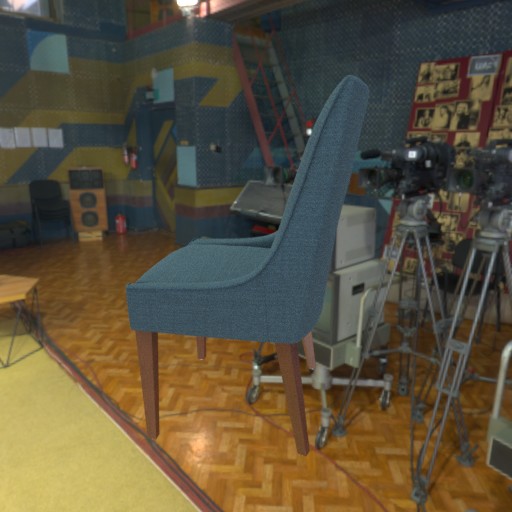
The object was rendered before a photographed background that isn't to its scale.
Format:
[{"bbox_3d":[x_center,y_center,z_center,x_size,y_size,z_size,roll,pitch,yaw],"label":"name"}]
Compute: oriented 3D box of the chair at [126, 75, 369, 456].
[{"bbox_3d":[0.000,0.000,1.196,0.544,0.861,0.529,2,14,9],"label":"chair"}]
